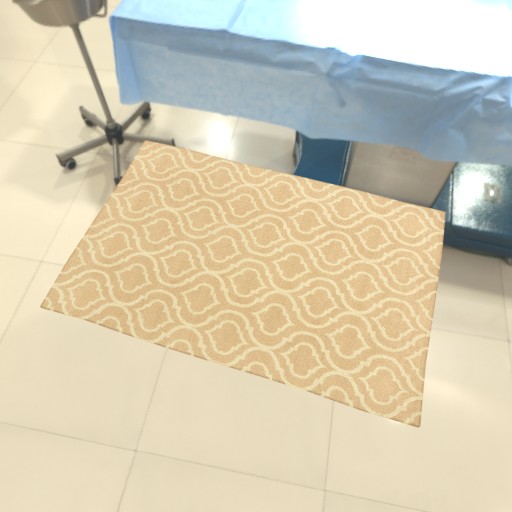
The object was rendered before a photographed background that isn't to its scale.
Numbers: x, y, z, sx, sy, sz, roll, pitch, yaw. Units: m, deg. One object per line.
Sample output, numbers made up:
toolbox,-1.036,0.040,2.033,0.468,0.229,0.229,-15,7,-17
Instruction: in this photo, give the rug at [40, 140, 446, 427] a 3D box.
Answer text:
rug,0.000,0.000,2.205,1.761,0.013,1.152,15,60,9
